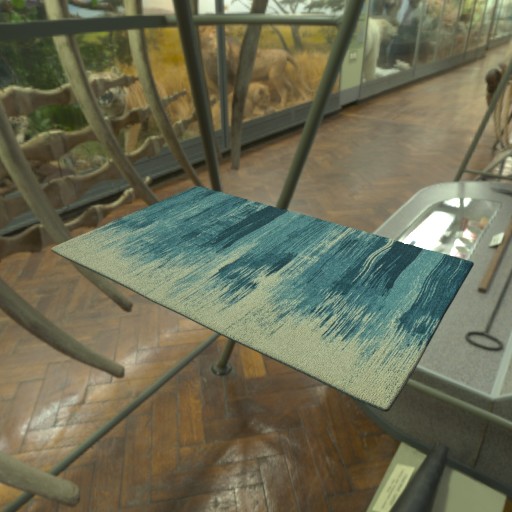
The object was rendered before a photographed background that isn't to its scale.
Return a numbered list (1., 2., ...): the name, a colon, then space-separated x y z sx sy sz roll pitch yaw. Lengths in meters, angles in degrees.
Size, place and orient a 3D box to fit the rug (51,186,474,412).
1. rug: 0.000 0.000 2.994 2.450 0.027 1.540 19 35 31
